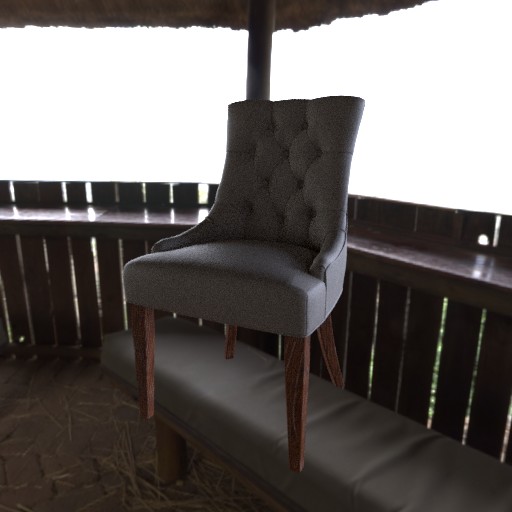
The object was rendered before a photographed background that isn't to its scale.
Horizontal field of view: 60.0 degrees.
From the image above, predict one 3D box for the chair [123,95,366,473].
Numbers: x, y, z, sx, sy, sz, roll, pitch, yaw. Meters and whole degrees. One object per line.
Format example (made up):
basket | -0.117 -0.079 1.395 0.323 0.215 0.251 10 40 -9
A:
chair | 0.000 0.000 1.231 0.509 0.874 0.565 7 16 26
